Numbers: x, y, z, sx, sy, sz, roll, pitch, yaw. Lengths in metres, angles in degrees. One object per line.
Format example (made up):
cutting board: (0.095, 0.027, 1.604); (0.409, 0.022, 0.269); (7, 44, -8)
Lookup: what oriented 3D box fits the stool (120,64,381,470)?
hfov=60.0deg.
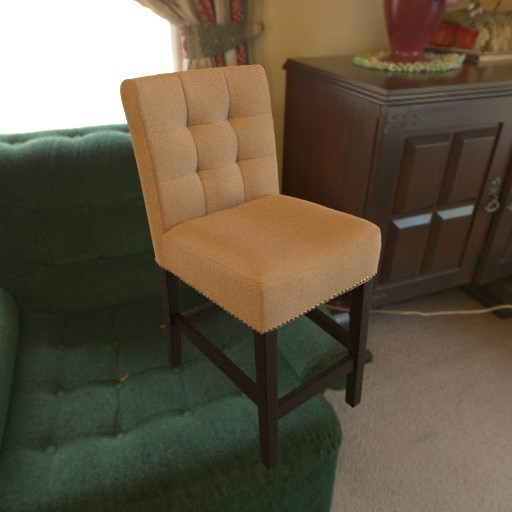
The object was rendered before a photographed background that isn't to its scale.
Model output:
stool: (0.000, 0.000, 1.200); (0.427, 0.885, 0.571); (-22, 37, -32)
